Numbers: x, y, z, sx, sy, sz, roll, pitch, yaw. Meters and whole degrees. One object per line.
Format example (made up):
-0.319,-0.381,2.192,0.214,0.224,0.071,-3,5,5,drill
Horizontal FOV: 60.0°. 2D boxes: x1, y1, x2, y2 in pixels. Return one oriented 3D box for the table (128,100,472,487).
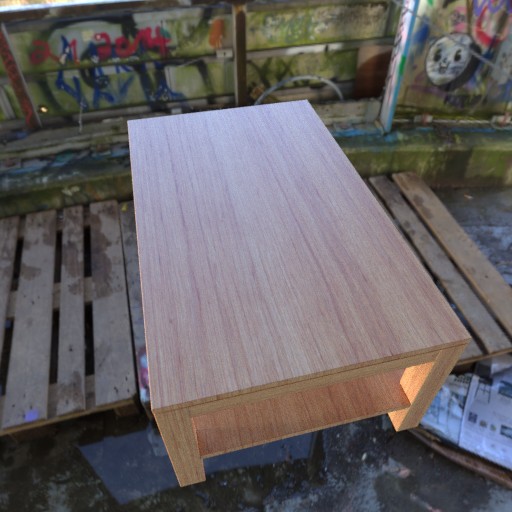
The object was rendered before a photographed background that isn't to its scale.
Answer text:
0.000,0.000,1.465,0.695,0.457,1.146,-10,47,-10,table
